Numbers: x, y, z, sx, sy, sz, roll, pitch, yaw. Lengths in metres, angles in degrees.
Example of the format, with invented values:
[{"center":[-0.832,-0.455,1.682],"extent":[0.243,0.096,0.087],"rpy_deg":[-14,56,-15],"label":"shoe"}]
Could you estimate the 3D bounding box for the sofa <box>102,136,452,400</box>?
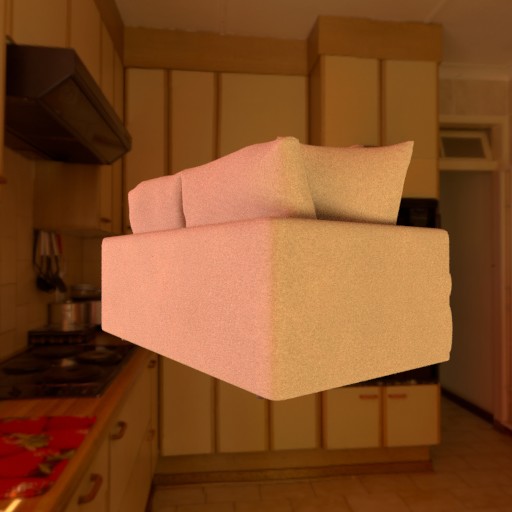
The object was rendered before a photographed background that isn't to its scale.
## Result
[{"center":[0.000,0.000,2.561],"extent":[1.228,1.080,1.869],"rpy_deg":[0,-1,-36],"label":"sofa"}]
